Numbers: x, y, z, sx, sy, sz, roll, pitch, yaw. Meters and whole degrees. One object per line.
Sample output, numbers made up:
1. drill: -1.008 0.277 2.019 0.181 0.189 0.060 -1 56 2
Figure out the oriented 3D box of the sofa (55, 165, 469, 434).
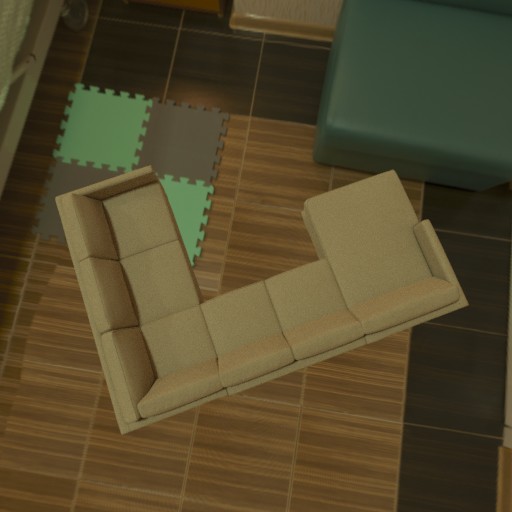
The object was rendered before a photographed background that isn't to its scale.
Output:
1. sofa: 0.000 0.000 4.604 3.528 0.878 2.476 -19 78 -4
